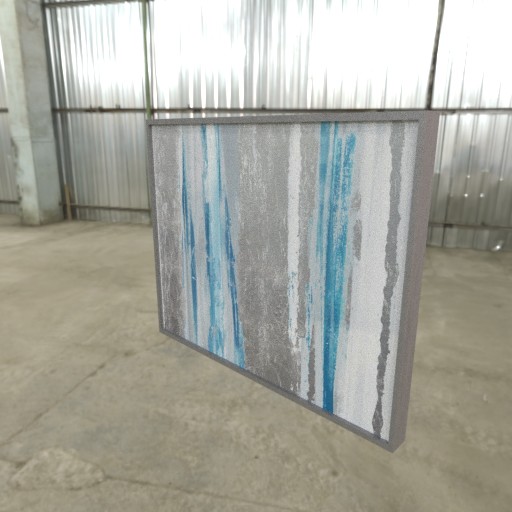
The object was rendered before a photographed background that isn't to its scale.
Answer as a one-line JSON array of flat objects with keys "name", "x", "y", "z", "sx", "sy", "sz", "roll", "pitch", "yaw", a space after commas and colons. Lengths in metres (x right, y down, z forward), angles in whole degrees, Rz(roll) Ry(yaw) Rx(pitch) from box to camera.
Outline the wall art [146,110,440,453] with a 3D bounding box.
[{"name": "wall art", "x": 0.000, "y": 0.000, "z": 0.749, "sx": 0.557, "sy": 0.450, "sz": 0.037, "roll": 15, "pitch": 21, "yaw": 42}]
